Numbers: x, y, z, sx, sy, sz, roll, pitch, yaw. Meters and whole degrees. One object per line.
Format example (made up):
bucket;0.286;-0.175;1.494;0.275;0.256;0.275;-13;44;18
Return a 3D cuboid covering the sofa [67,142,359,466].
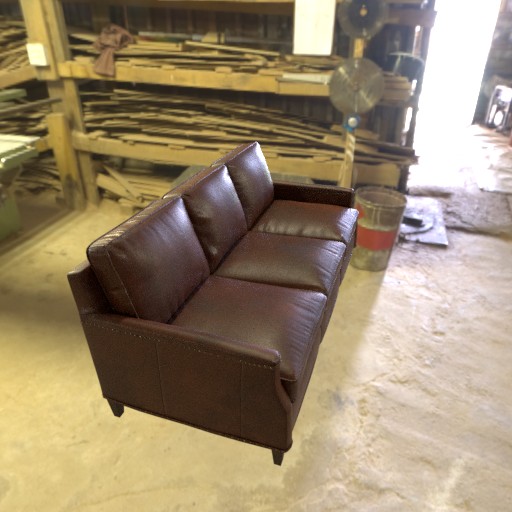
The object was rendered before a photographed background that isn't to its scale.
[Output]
sofa;0.000;0.000;2.891;1.084;1.003;2.240;9;29;17
